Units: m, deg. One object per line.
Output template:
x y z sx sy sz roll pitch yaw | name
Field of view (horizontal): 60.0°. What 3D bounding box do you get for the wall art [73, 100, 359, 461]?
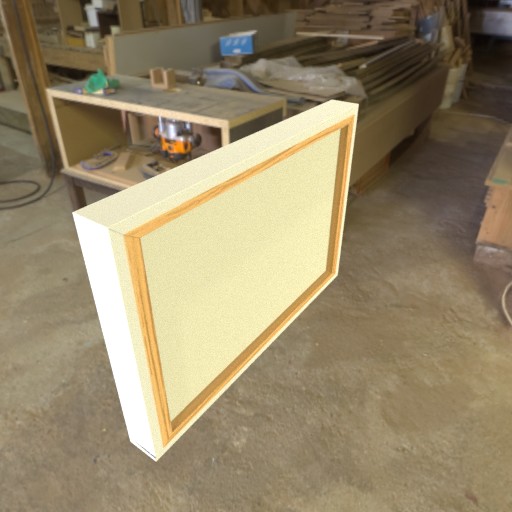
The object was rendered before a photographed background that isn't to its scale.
0.000 0.000 0.496 0.038 0.259 0.381 22 39 29 | wall art
